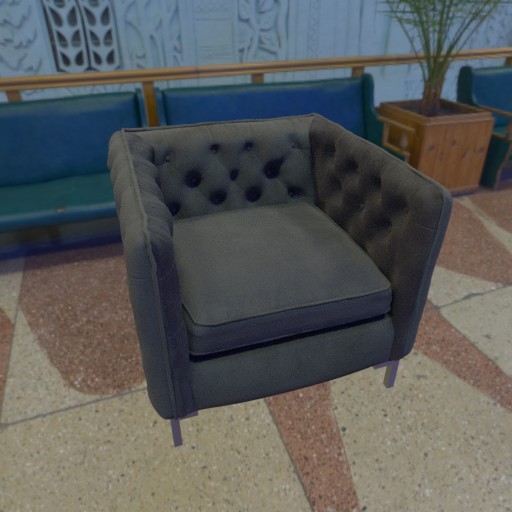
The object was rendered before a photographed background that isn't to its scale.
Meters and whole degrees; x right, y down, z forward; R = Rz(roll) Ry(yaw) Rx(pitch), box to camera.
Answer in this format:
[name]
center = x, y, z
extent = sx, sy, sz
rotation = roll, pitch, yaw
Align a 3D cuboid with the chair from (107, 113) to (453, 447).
[chair]
center = 0.000, 0.000, 1.661
extent = 0.946, 0.807, 0.913
rotation = -10, 34, -15
